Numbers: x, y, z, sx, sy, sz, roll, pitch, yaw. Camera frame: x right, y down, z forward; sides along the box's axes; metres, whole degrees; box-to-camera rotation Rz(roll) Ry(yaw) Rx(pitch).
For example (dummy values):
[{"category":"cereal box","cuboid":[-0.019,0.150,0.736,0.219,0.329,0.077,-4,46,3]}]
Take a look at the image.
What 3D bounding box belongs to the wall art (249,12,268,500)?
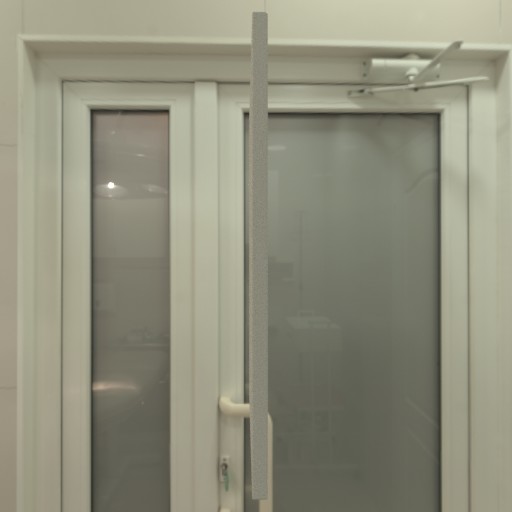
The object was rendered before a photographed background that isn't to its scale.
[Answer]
[{"category":"wall art","cuboid":[0.000,0.000,1.476,0.038,1.183,0.808,0,0,-1]}]
